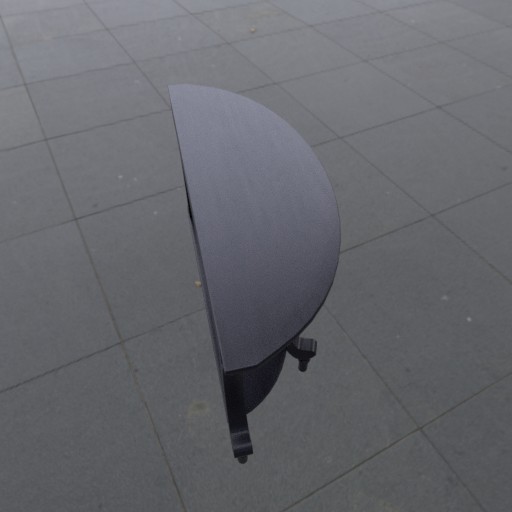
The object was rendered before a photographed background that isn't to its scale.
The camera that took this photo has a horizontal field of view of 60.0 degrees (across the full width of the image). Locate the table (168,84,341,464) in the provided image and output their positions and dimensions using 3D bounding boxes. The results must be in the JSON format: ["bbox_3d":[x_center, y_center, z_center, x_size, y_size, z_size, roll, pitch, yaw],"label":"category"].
[{"bbox_3d":[0.000,0.000,1.515,0.394,0.692,1.198,-9,47,-9],"label":"table"}]
